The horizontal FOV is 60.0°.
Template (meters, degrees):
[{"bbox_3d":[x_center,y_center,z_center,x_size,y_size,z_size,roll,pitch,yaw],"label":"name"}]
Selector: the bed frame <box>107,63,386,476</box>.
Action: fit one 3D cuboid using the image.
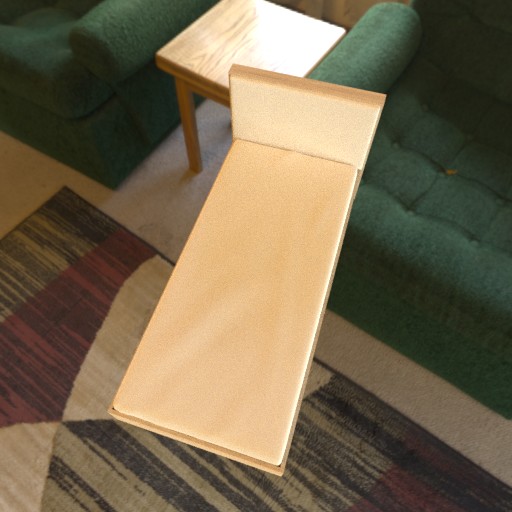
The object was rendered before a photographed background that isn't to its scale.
[{"bbox_3d":[0.000,0.000,2.659,0.990,0.920,2.140,15,61,9],"label":"bed frame"}]
